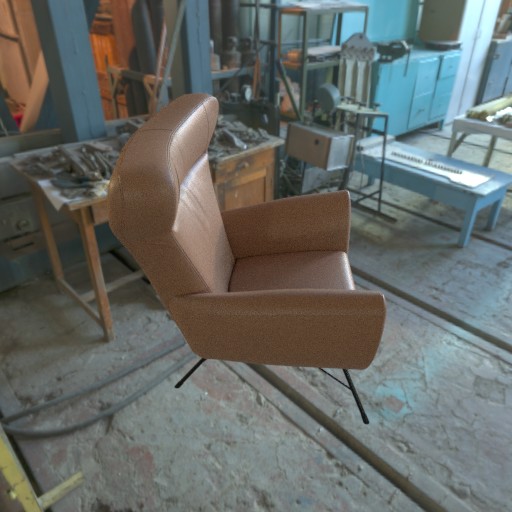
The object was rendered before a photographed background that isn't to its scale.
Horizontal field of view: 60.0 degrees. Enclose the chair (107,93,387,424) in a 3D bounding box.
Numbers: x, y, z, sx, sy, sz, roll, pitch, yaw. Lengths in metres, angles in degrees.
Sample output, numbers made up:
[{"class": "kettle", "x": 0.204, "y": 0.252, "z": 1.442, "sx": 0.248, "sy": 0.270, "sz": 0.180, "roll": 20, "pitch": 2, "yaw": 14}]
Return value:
[{"class": "chair", "x": 0.000, "y": 0.000, "z": 1.737, "sx": 0.900, "sy": 1.050, "sz": 0.980, "roll": 1, "pitch": 32, "yaw": 2}]
